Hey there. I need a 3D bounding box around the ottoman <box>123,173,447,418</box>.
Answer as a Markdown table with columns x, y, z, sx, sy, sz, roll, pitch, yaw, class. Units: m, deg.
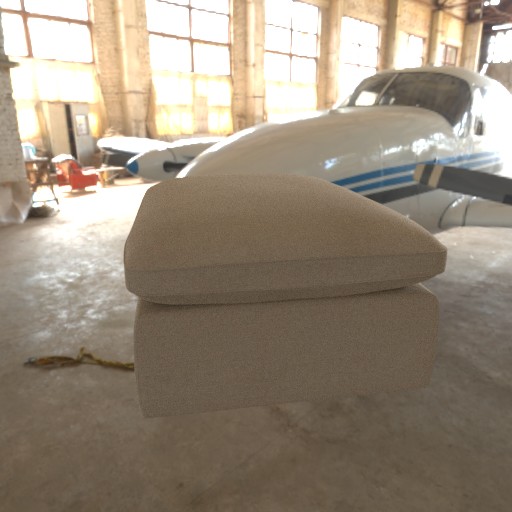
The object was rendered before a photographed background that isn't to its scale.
| x | y | z | sx | sy | sz | roll | pitch | yaw | class |
| --- | --- | --- | --- | --- | --- | --- | --- | --- | --- |
| 0.000 | 0.000 | 1.347 | 0.686 | 0.453 | 0.984 | -3 | 17 | -10 | ottoman |
